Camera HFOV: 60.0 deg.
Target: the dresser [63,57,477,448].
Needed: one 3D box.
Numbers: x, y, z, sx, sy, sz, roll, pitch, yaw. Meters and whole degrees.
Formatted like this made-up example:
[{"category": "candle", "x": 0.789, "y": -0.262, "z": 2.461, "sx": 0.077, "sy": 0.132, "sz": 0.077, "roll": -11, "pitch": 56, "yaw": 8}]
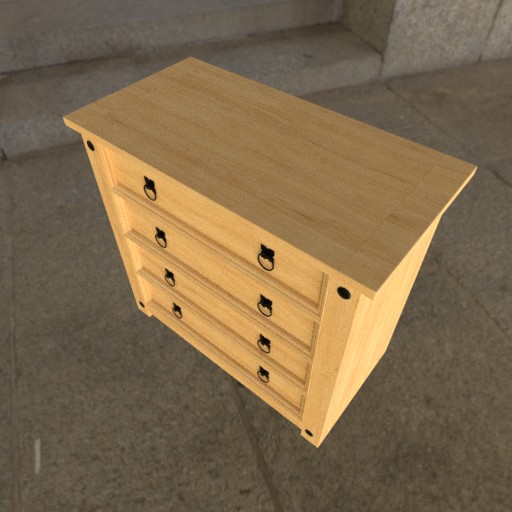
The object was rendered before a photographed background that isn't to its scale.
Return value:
[{"category": "dresser", "x": 0.000, "y": 0.000, "z": 1.211, "sx": 0.800, "sy": 0.730, "sz": 0.410, "roll": 31, "pitch": 54, "yaw": 25}]
